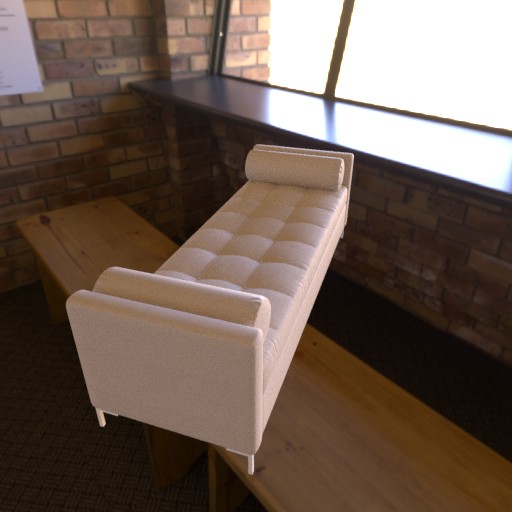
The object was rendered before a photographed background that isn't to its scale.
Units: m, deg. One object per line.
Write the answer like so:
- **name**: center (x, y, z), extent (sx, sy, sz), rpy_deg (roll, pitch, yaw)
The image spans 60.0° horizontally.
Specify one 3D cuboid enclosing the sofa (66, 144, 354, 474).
- **sofa**: center (0.000, 0.000, 2.342), extent (0.686, 0.635, 1.981), rpy_deg (10, 31, 16)
